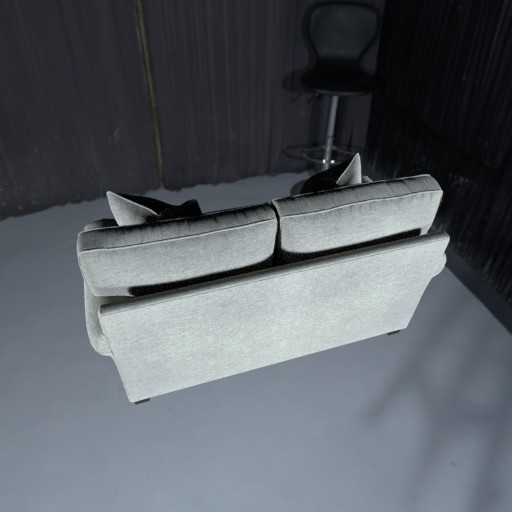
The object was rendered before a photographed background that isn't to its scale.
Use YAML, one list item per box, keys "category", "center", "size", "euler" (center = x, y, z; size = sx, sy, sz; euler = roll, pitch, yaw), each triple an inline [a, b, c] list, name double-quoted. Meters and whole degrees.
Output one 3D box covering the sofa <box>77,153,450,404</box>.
- category: "sofa"
  center: [0.000, 0.000, 2.338]
  size: [1.701, 0.966, 0.966]
  euler: [-12, 41, -14]
